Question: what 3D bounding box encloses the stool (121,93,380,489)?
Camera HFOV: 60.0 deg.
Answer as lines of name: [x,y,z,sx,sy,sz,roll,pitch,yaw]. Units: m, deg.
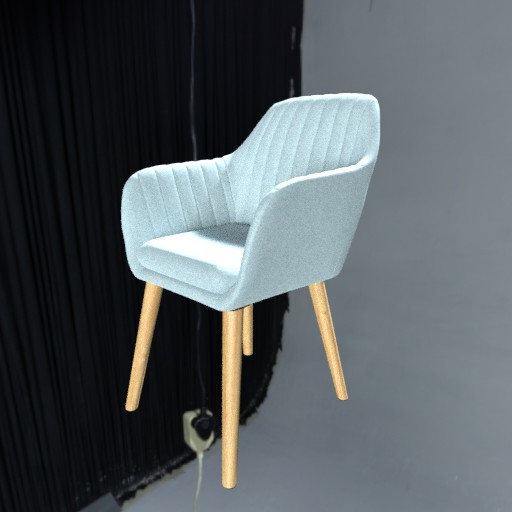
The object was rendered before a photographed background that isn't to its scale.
stool: [0.000,0.000,1.161,0.503,0.830,0.590,14,21,42]
